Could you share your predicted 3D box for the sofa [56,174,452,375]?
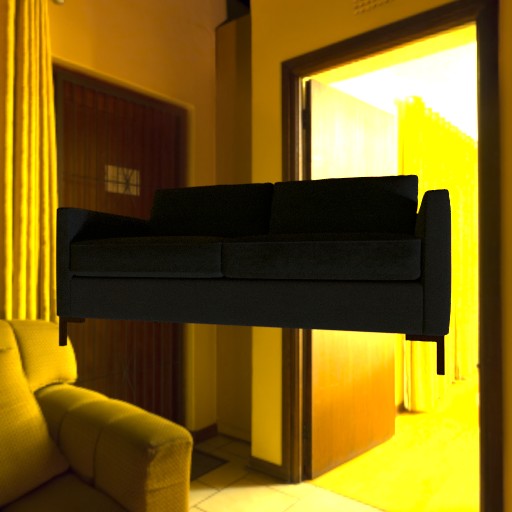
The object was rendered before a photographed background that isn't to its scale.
[{"bbox_3d":[0.000,0.000,2.125,1.676,0.817,0.875,0,-1,19],"label":"sofa"}]
